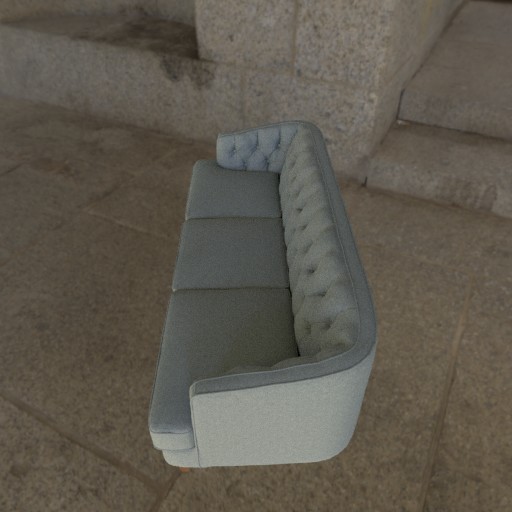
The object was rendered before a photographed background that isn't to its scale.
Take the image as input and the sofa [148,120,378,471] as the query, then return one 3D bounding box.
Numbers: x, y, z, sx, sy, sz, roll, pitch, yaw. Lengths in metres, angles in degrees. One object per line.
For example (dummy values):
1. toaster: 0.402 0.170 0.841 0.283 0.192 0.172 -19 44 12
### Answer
1. sofa: 0.000 0.000 2.645 0.941 0.855 2.278 -1 40 -1
